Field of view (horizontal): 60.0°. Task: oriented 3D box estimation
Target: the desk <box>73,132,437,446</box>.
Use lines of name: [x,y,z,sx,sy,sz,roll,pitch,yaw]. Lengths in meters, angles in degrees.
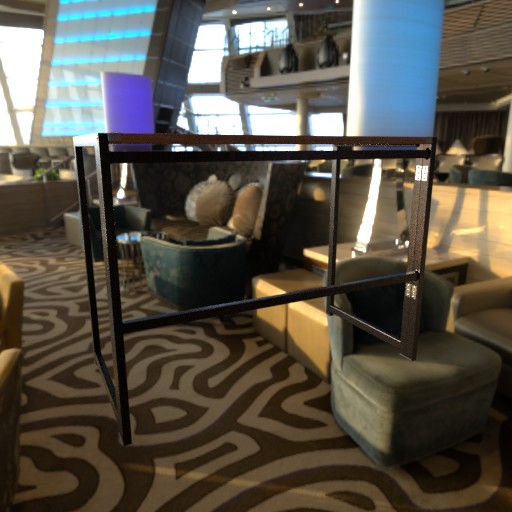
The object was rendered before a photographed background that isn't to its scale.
desk: [0.000,0.000,1.468,1.016,0.762,0.508,-7,16,-26]
